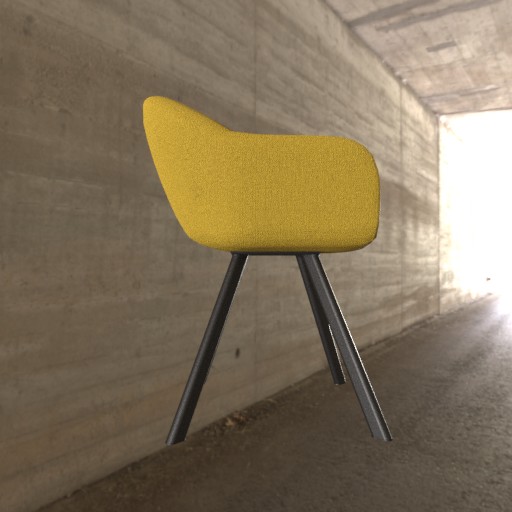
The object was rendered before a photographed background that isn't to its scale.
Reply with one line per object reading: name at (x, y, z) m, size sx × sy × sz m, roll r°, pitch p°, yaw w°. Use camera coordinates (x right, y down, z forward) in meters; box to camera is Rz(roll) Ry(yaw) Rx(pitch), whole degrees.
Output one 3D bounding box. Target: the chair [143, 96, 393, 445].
chair at (0.000, 0.000, 1.150) m, size 0.565 × 0.775 × 0.545 m, roll 0°, pitch -1°, yaw -1°
